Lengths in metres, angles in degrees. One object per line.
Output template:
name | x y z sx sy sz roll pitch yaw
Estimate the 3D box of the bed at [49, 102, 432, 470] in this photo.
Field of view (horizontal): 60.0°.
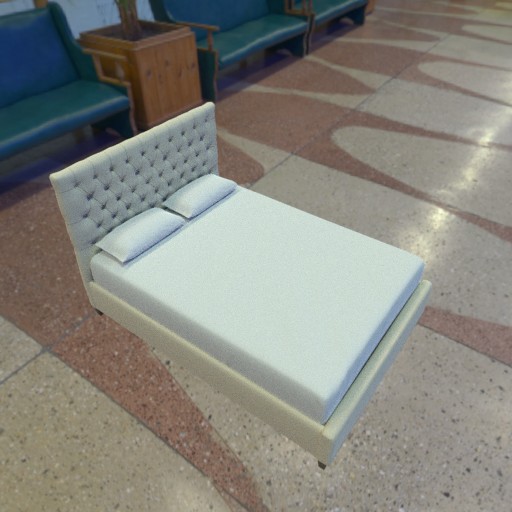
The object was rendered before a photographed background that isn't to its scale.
bed | 0.000 0.000 3.486 2.387 1.427 1.698 26 46 27
